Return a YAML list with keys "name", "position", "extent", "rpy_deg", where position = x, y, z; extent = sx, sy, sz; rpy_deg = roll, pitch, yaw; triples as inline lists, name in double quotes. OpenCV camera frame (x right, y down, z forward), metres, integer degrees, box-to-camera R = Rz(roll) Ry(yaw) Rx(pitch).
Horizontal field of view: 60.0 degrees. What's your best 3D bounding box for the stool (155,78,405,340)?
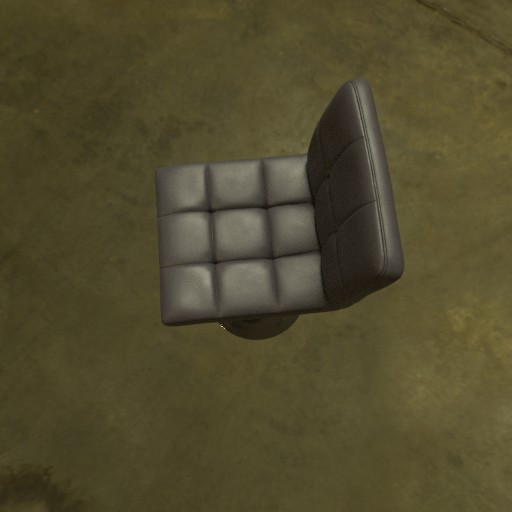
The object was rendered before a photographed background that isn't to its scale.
- name: "stool"
  position: [0.000, 0.000, 1.345]
  extent: [0.505, 1.115, 0.430]
  rpy_deg: [-5, 75, -1]
